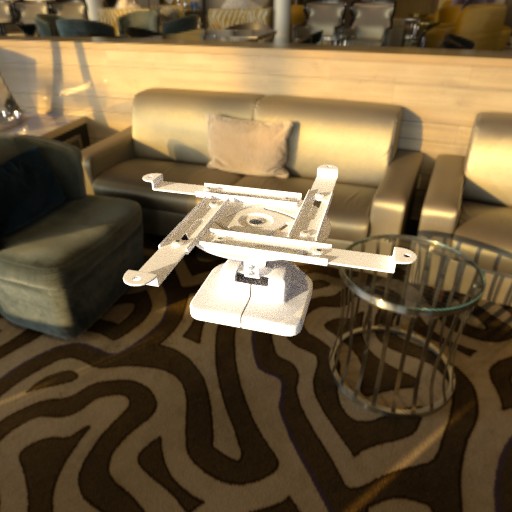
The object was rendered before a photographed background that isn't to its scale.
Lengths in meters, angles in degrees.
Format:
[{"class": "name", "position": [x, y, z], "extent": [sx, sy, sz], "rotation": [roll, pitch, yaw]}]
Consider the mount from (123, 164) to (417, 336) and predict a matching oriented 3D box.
[{"class": "mount", "position": [0.000, 0.000, 0.609], "extent": [0.394, 0.141, 0.394], "rotation": [8, 32, 13]}]
